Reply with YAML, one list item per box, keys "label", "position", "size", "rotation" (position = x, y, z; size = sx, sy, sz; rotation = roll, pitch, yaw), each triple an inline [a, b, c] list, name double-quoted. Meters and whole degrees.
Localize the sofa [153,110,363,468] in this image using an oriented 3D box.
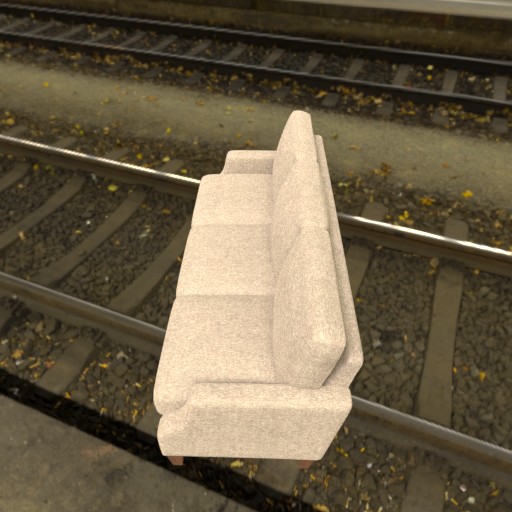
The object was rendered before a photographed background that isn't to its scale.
- label: "sofa"
  position: [0.000, 0.000, 2.630]
  size: [0.888, 0.984, 2.115]
  rotation: [1, 41, 1]
